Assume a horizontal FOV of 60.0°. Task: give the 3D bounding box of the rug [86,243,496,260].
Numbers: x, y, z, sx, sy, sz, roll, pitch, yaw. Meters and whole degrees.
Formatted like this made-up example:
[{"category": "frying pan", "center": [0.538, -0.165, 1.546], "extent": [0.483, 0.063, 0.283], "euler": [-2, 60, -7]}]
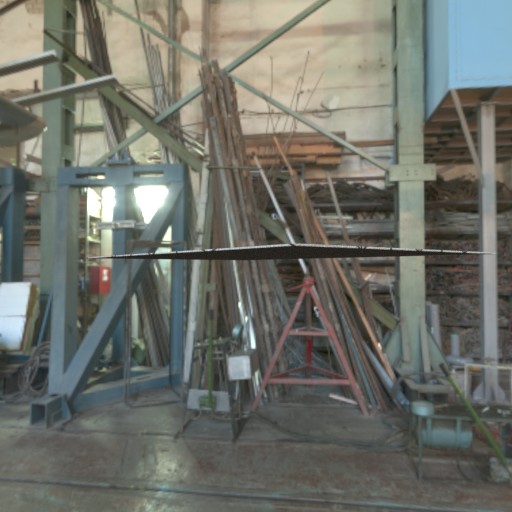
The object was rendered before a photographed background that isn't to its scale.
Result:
[{"category": "rug", "center": [0.000, 0.000, 3.009], "extent": [1.526, 0.008, 2.465], "euler": [1, -2, -37]}]
